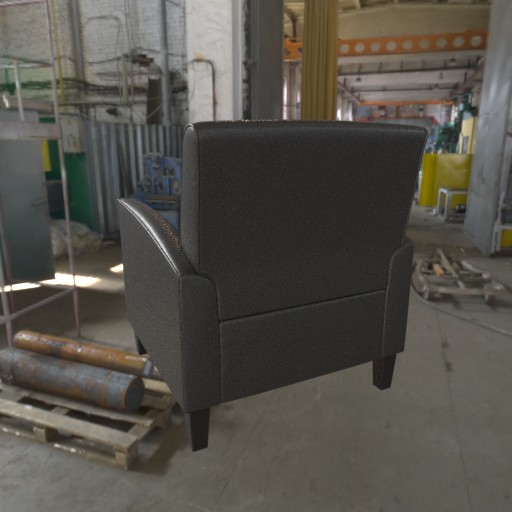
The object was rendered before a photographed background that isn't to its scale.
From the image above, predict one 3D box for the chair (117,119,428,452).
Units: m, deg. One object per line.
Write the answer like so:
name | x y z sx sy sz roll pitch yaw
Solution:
chair | 0.000 0.000 1.605 0.820 0.916 0.819 -7 16 -26
